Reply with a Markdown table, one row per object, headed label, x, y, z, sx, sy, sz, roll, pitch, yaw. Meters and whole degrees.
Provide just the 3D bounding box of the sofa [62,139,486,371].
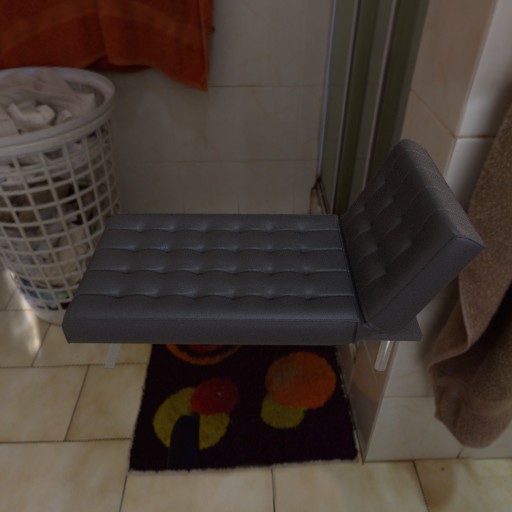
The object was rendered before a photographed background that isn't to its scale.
| label | x | y | z | sx | sy | sz | roll | pitch | yaw |
| --- | --- | --- | --- | --- | --- | --- | --- | --- | --- |
| sofa | 0.000 | 0.000 | 2.003 | 1.560 | 0.820 | 0.760 | 0 | 40 | 0 |
